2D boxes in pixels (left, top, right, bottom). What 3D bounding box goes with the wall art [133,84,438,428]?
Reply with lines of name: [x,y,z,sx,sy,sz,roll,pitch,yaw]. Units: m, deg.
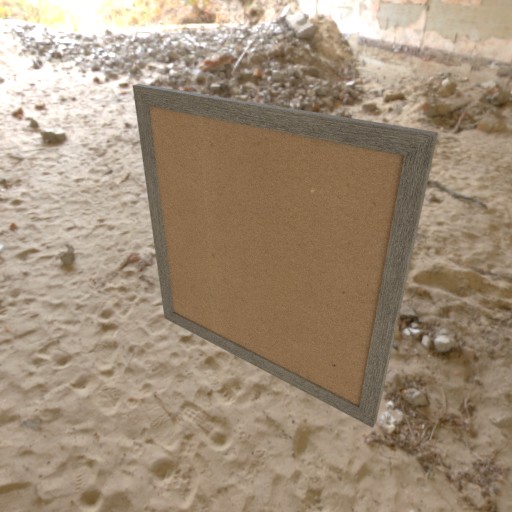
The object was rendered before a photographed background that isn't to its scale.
wall art: [0.000,0.000,1.032,0.685,0.685,0.020,21,37,30]
